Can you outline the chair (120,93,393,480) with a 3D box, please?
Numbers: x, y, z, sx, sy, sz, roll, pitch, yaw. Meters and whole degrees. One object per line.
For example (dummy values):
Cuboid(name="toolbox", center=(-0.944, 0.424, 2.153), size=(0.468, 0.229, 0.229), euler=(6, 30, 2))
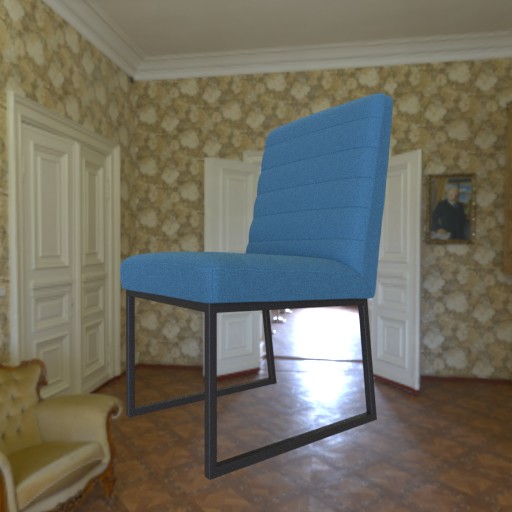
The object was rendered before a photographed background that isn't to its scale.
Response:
Cuboid(name="chair", center=(0.000, 0.000, 1.284), size=(0.634, 0.930, 0.520), euler=(0, 0, -37))
